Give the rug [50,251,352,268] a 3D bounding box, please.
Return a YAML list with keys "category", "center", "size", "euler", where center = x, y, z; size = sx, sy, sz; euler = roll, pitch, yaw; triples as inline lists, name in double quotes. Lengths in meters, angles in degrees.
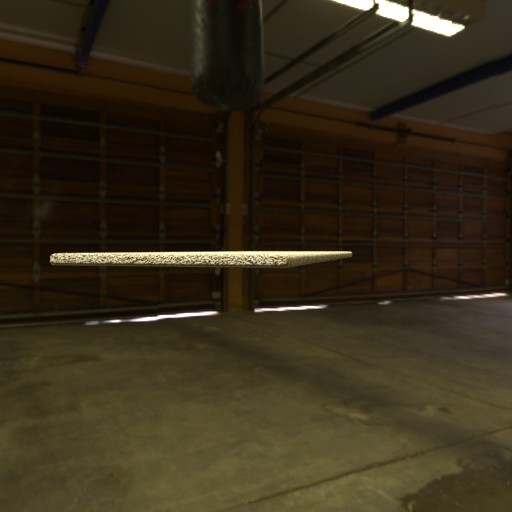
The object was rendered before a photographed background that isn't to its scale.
- category: "rug"
  center: [0.000, 0.000, 1.736]
  size: [0.609, 0.030, 1.524]
  euler: [0, 1, 17]
